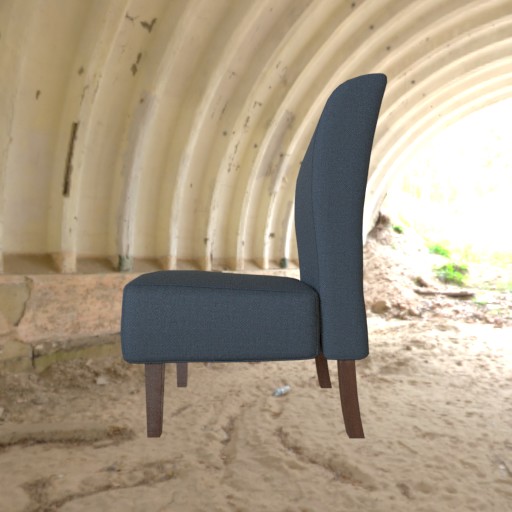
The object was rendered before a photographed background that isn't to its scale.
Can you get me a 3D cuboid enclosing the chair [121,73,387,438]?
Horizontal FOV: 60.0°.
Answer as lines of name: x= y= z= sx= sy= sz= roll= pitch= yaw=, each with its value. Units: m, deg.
chair: x=0.000 y=0.000 z=1.188 sx=0.592 sy=0.804 sz=0.513 roll=0 pitch=-1 yaw=-1
